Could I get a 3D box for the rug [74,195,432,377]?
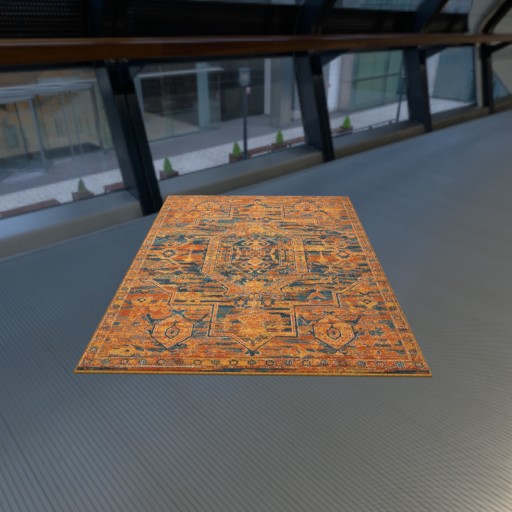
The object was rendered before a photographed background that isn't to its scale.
[{"bbox_3d":[0.000,0.000,2.925,1.588,0.024,2.204,0,28,1],"label":"rug"}]
